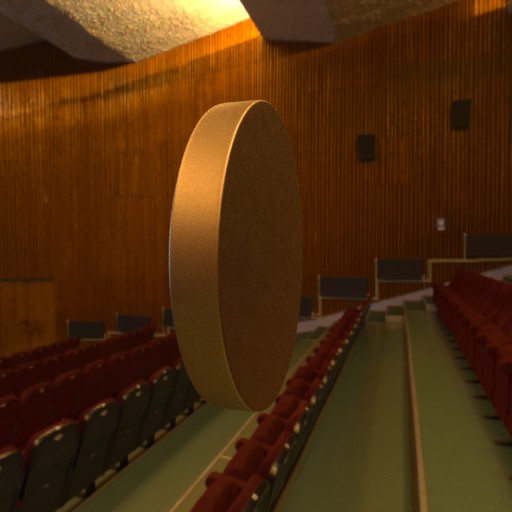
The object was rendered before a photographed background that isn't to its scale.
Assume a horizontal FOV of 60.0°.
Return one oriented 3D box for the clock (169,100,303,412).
[{"bbox_3d":[0.000,0.000,0.474,0.040,0.314,0.314,1,2,17],"label":"clock"}]
